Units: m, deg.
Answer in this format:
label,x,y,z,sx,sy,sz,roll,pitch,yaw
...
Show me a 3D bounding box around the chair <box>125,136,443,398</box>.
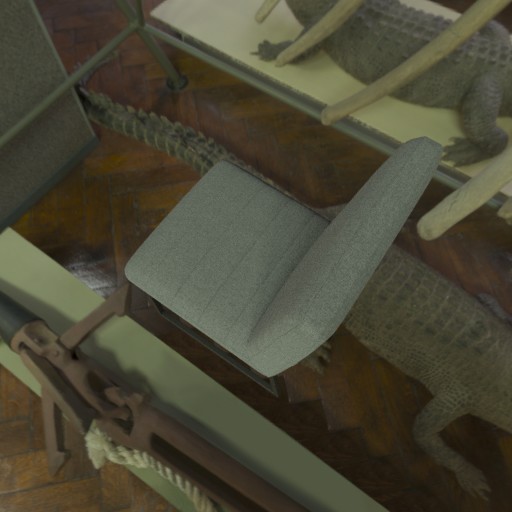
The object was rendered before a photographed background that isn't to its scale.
label,x,y,z,sx,sy,sz,roll,pitch,yaw
chair,0.000,0.000,1.309,0.634,0.930,0.520,32,68,14
